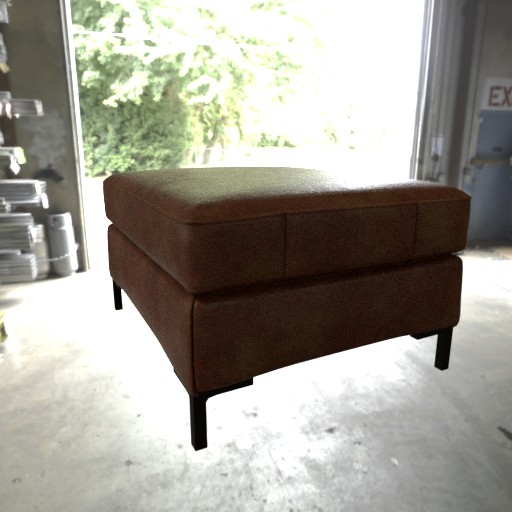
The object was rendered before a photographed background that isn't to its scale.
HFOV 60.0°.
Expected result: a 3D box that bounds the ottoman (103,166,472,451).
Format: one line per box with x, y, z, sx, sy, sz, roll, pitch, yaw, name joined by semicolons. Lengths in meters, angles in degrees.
0.000;0.000;1.749;0.965;0.667;1.186;-7;16;-26;ottoman
